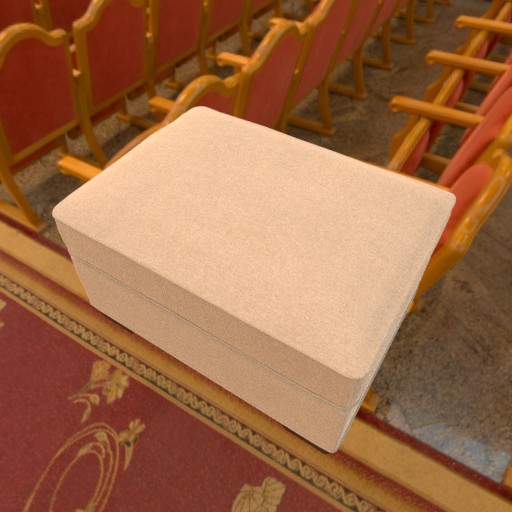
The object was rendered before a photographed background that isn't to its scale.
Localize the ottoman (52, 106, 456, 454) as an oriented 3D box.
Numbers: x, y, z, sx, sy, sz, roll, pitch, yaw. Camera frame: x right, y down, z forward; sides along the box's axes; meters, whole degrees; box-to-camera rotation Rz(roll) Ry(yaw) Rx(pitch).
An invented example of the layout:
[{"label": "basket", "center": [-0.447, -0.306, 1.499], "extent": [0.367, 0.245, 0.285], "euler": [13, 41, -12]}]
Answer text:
[{"label": "ottoman", "center": [0.000, 0.000, 1.254], "extent": [0.846, 0.503, 0.617], "euler": [25, 53, 21]}]
